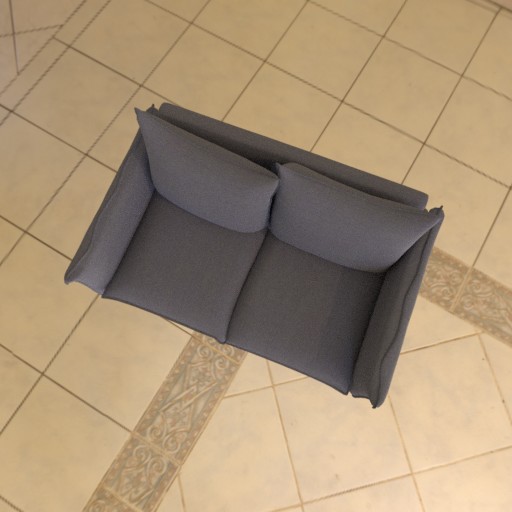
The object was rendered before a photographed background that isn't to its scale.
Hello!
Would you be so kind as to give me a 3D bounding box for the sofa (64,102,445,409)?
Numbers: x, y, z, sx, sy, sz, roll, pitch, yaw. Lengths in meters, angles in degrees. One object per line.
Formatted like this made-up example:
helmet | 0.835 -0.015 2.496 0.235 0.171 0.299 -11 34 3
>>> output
sofa | 0.000 0.000 1.875 1.300 0.840 0.820 21 75 6
